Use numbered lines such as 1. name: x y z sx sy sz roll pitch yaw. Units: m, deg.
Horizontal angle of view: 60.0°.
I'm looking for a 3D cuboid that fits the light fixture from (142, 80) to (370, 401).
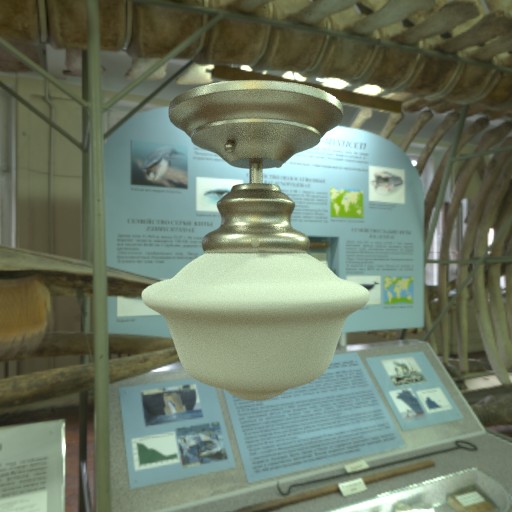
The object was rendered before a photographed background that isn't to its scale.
1. light fixture: 0.000 0.000 0.395 0.199 0.254 0.199 0 0 0
